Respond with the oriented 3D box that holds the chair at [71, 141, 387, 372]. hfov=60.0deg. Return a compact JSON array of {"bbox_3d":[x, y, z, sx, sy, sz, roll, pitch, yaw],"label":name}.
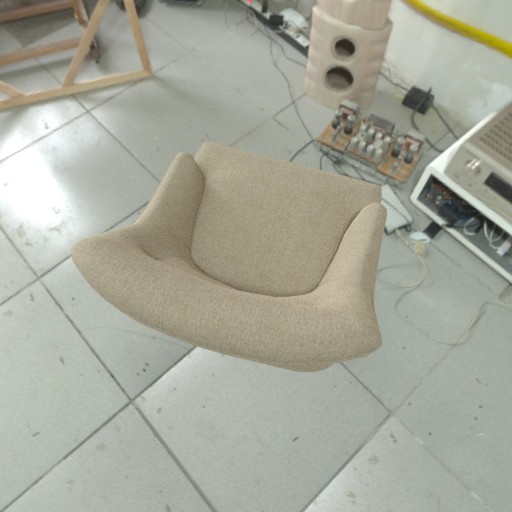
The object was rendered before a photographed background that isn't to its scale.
[{"bbox_3d":[0.000,0.000,1.613,0.864,0.856,0.923,16,64,8],"label":"chair"}]
